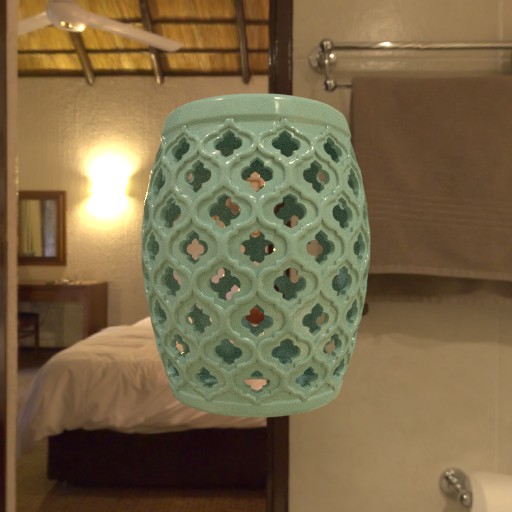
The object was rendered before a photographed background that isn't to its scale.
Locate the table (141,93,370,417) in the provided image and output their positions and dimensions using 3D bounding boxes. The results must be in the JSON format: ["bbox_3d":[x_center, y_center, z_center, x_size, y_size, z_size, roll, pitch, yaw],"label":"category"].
[{"bbox_3d":[0.000,0.000,0.650,0.325,0.388,0.325,0,1,0],"label":"table"}]
